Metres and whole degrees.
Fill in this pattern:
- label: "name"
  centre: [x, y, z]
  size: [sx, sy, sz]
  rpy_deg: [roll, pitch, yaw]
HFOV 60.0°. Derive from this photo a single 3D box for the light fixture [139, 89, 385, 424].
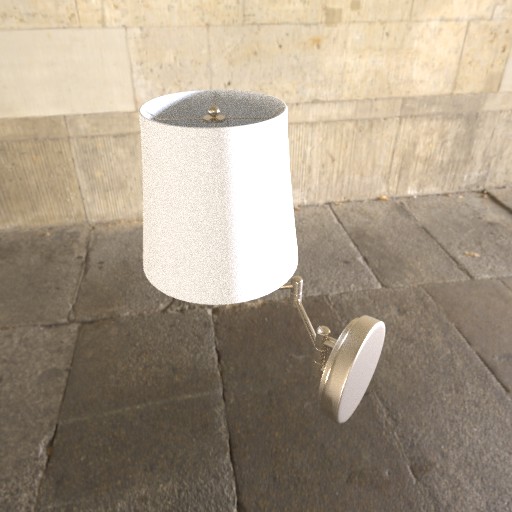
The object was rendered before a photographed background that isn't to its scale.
- label: "light fixture"
  centre: [0.000, 0.000, 0.605]
  size: [0.348, 0.381, 0.223]
  rpy_deg: [21, 39, 29]
